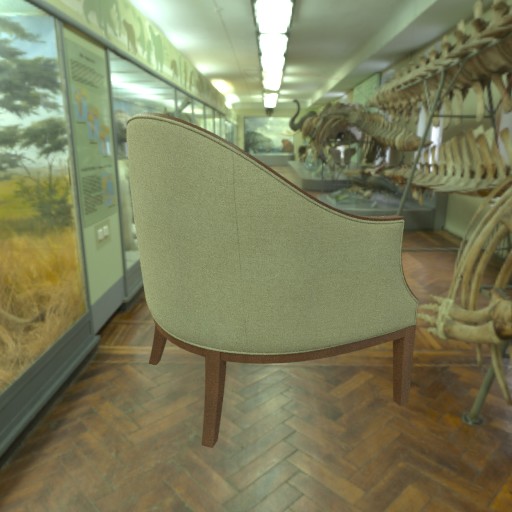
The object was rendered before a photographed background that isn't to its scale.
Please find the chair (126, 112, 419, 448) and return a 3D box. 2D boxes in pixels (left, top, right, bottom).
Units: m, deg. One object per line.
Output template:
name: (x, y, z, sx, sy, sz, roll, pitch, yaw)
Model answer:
chair: (0.000, 0.000, 1.454, 0.735, 0.876, 0.803, -8, 17, -28)
